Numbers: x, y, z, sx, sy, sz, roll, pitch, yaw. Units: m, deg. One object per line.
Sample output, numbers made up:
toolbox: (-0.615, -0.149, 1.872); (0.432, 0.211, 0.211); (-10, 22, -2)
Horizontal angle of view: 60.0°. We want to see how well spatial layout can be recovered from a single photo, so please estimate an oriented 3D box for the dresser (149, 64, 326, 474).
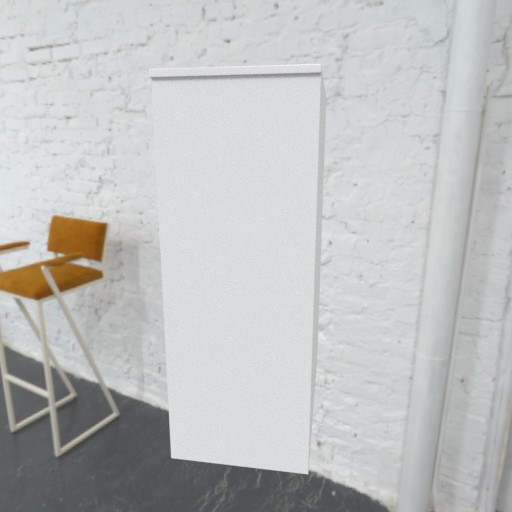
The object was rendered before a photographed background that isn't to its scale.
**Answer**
dresser: (0.000, 0.000, 1.428); (0.401, 1.021, 0.704); (2, 14, 9)
